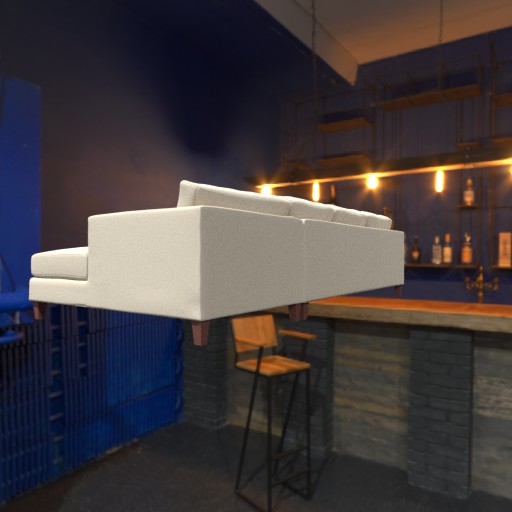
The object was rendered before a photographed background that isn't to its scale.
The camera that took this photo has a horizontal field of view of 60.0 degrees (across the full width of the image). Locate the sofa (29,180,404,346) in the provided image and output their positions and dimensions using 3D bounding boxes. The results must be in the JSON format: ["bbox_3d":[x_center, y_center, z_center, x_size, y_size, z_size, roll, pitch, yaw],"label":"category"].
[{"bbox_3d":[0.000,0.000,3.895,1.625,0.861,3.186,0,0,35],"label":"sofa"}]
